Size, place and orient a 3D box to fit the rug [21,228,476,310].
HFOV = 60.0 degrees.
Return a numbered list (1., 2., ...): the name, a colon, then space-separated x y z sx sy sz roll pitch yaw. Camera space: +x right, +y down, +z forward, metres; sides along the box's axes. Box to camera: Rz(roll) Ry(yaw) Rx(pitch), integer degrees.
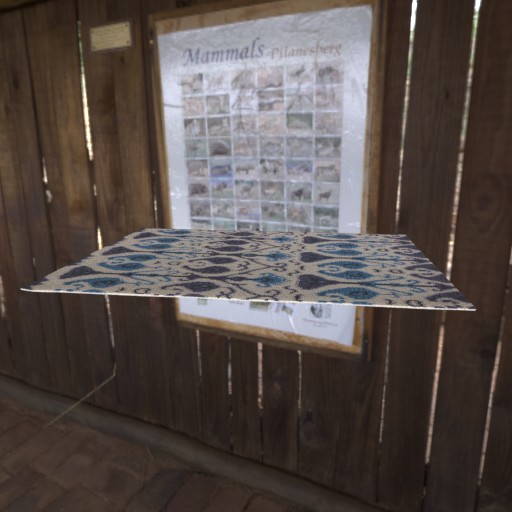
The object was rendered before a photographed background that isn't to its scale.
1. rug: 0.000 0.000 4.256 3.228 0.024 2.443 2 15 7
